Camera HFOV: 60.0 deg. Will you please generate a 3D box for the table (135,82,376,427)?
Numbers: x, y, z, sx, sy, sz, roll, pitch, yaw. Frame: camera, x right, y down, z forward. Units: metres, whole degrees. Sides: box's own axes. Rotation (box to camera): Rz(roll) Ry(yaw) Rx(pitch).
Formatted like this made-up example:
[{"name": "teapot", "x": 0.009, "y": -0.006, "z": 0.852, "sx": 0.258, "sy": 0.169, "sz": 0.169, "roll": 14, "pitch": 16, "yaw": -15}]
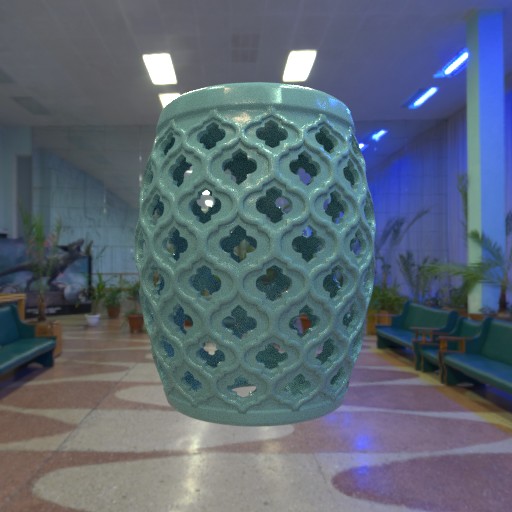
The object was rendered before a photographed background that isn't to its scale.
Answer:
[{"name": "table", "x": 0.000, "y": 0.000, "z": 0.619, "sx": 0.325, "sy": 0.388, "sz": 0.325, "roll": 0, "pitch": -1, "yaw": 0}]
